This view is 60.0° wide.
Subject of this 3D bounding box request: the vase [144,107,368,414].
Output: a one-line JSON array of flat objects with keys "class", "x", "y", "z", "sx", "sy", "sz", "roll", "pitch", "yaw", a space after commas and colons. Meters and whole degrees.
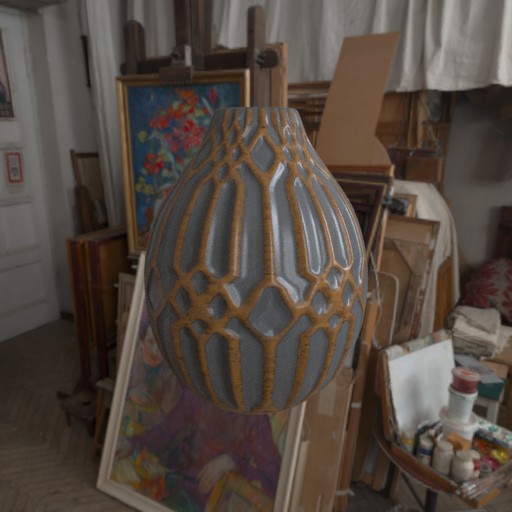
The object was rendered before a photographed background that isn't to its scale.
[{"class": "vase", "x": 0.000, "y": 0.000, "z": 0.139, "sx": 0.069, "sy": 0.088, "sz": 0.069, "roll": 0, "pitch": 16, "yaw": 0}]
